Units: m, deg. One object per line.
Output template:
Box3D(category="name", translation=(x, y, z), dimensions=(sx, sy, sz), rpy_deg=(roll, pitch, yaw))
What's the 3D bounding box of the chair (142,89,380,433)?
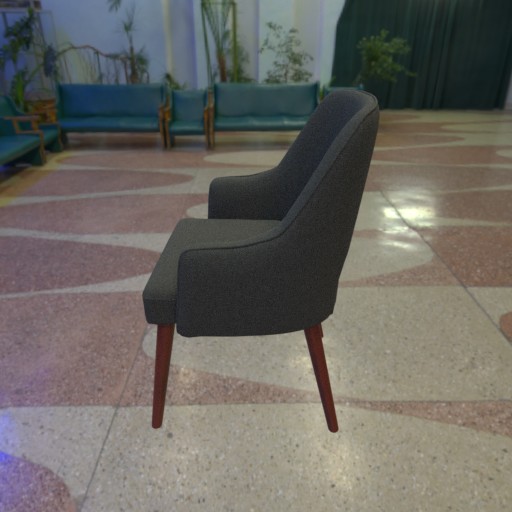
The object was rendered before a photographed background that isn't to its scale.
Box3D(category="chair", translation=(0.000, 0.000, 1.215), dimensions=(0.560, 0.838, 0.559), rpy_deg=(1, 27, 2))
